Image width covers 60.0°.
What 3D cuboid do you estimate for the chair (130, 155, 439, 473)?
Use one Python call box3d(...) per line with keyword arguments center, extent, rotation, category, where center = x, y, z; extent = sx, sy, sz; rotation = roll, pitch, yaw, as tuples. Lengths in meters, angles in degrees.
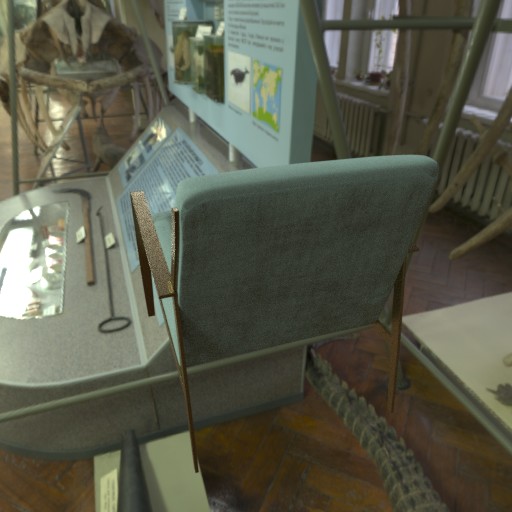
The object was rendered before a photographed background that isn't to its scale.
box3d(center=(0.000, 0.000, 1.438), extent=(0.701, 0.824, 0.842), rotation=(-10, 30, -17), category="chair")
